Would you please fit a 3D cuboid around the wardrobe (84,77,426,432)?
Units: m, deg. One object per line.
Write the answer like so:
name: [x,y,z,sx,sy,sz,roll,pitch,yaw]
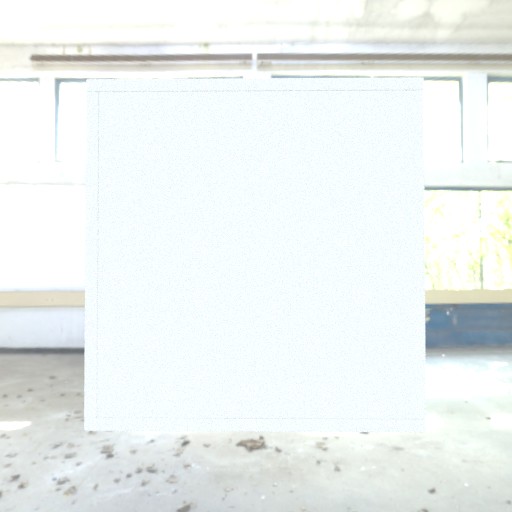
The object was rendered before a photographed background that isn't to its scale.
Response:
wardrobe: [0.000,0.000,0.851,0.500,0.520,0.400,0,-1,1]
